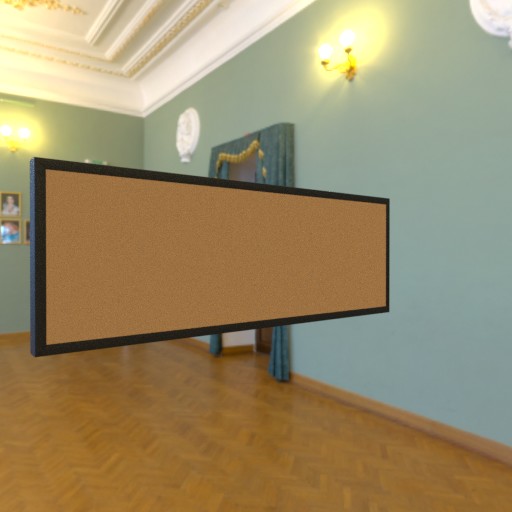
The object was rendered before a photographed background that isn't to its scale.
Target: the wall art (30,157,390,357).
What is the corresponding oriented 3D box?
[{"bbox_3d":[0.000,0.000,0.940,0.860,0.303,0.037,0,0,-37],"label":"wall art"}]
